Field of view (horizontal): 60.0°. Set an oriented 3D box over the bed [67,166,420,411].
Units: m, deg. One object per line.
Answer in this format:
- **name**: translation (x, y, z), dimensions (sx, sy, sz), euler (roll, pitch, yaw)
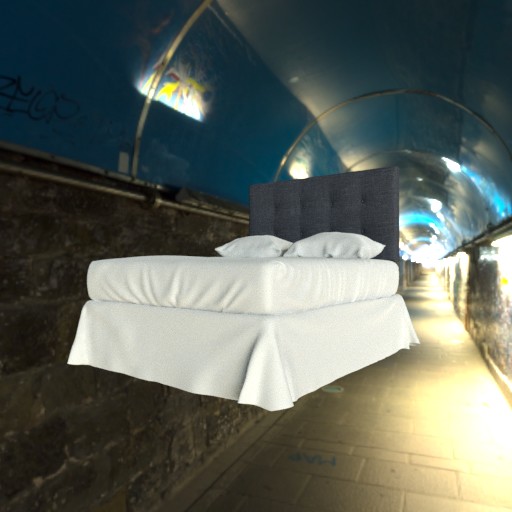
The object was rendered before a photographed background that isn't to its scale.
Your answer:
- **bed**: translation (0.000, 0.000, 3.541), dimensions (1.936, 1.577, 2.222), euler (-1, -1, 37)
